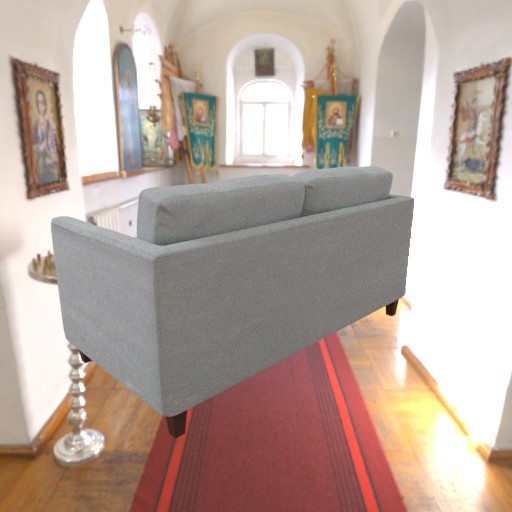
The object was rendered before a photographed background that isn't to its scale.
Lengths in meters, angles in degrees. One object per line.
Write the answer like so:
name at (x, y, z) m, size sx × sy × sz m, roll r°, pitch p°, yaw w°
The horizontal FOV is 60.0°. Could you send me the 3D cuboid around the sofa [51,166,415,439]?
sofa at (0.000, 0.000, 2.483) m, size 1.884 × 0.963 × 0.950 m, roll -15°, pitch 22°, yaw -42°
